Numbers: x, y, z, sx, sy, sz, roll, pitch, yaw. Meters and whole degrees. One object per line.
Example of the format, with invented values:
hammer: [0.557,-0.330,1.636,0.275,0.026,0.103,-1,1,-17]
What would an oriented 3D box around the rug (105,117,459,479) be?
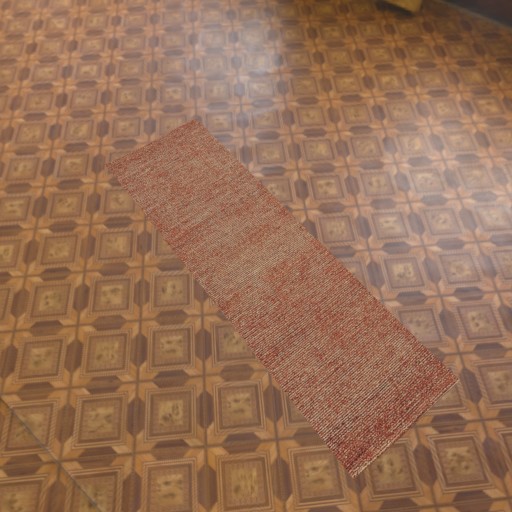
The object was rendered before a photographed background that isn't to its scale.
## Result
rug: [0.000,0.000,2.538,0.718,0.013,2.353,-33,64,-18]
